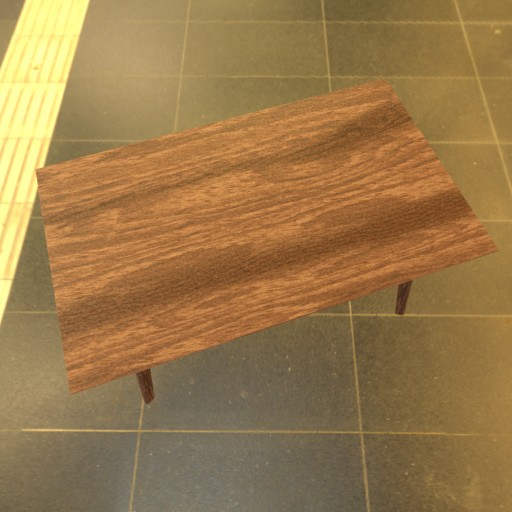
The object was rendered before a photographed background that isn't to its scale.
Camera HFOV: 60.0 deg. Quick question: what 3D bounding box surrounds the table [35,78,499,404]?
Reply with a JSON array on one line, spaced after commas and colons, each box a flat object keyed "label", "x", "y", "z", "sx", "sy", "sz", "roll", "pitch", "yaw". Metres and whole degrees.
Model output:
[{"label": "table", "x": 0.000, "y": 0.000, "z": 1.796, "sx": 1.349, "sy": 0.724, "sz": 0.801, "roll": -17, "pitch": 65, "yaw": -8}]
